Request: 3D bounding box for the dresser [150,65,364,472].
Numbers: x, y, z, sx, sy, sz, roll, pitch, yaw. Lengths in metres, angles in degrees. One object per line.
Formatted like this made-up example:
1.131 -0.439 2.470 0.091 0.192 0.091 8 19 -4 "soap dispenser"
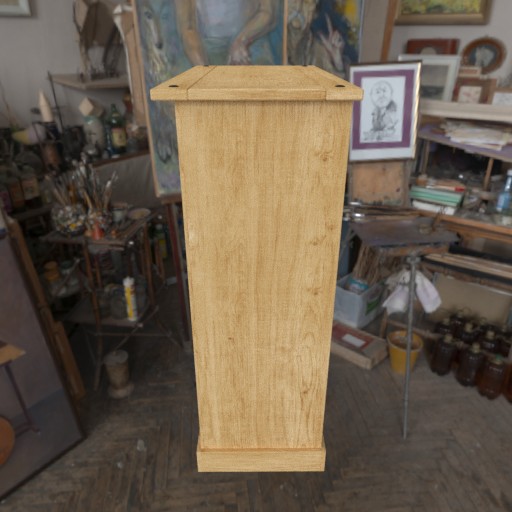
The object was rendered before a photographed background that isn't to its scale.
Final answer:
0.000 0.000 1.697 0.485 1.300 0.915 0 26 0 "dresser"
